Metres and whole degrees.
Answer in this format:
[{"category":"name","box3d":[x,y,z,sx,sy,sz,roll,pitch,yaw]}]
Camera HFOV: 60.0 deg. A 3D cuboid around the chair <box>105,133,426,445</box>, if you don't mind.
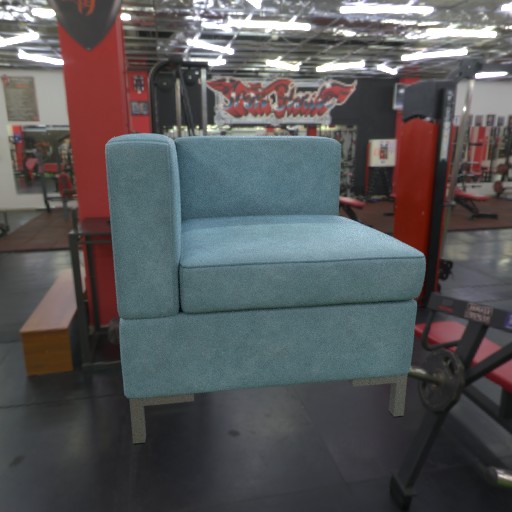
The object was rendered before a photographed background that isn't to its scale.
[{"category":"chair","box3d":[0.000,0.000,1.245,0.684,0.660,0.691,-2,15,-9]}]
